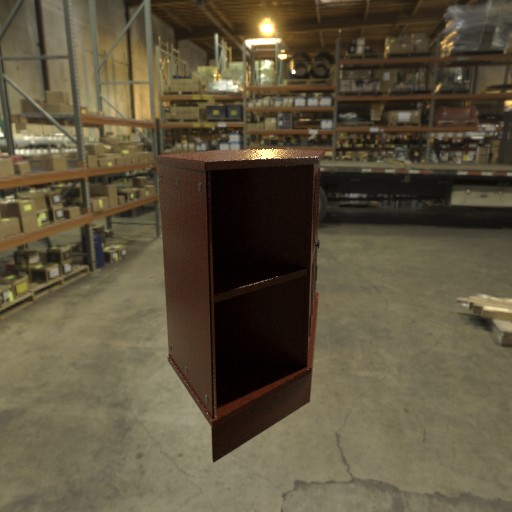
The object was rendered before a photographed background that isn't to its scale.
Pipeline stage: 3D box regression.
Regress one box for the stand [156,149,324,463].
[{"bbox_3d":[0.000,0.000,1.351,0.381,0.614,1.072,2,15,9],"label":"stand"}]
